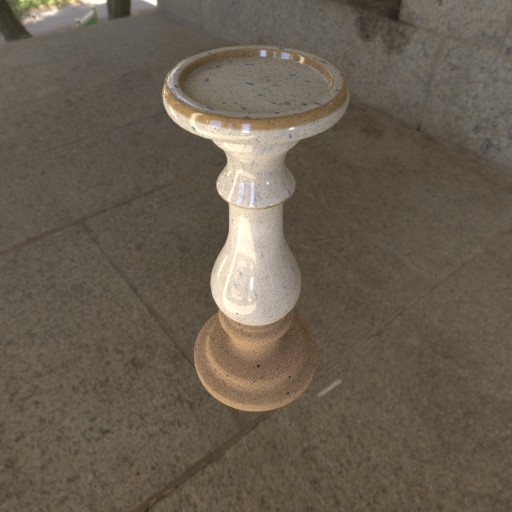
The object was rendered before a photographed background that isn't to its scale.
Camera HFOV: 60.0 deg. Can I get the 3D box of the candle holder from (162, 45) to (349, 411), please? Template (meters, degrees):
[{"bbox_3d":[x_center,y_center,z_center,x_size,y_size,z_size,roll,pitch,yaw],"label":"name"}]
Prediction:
[{"bbox_3d":[0.000,0.000,0.250,0.088,0.203,0.088,0,45,0],"label":"candle holder"}]
